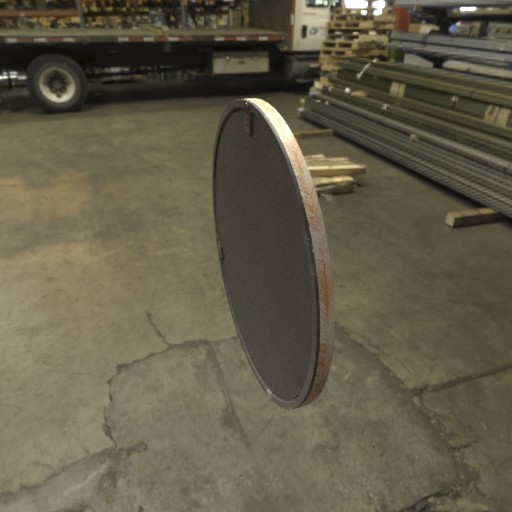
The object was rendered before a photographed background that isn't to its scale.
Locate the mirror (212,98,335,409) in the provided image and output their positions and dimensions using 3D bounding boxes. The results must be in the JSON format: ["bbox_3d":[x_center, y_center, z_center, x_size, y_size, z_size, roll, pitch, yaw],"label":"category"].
[{"bbox_3d":[0.000,0.000,1.062,0.038,0.710,0.710,-10,31,-17],"label":"mirror"}]
